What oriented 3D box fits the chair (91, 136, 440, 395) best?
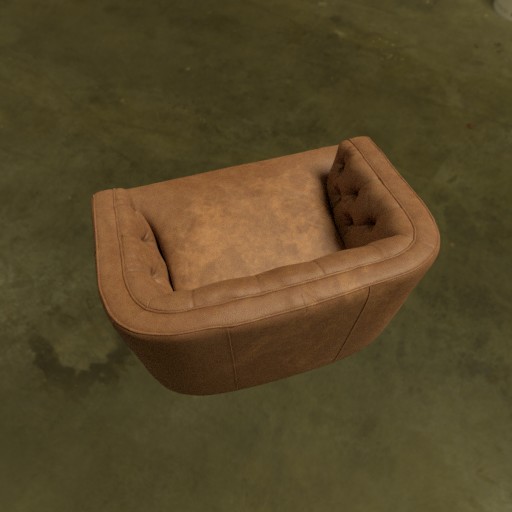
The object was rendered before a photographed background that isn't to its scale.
[{"bbox_3d":[0.000,0.000,1.774,1.119,0.836,0.911,-14,59,-9],"label":"chair"}]
